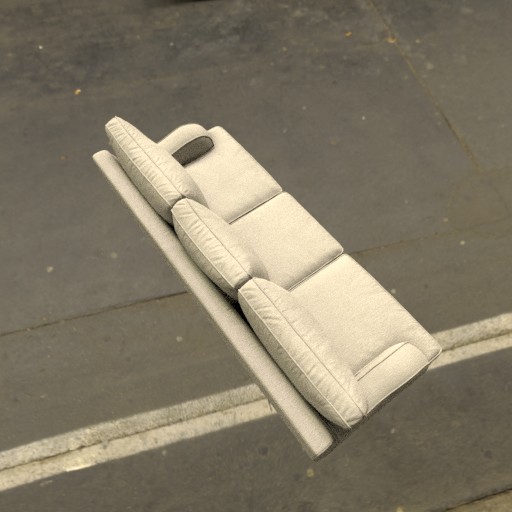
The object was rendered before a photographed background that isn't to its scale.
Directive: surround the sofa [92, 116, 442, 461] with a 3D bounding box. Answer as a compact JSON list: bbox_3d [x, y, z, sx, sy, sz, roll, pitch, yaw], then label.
[{"bbox_3d":[0.000,0.000,2.839,1.016,0.991,2.323,-33,64,-18],"label":"sofa"}]
